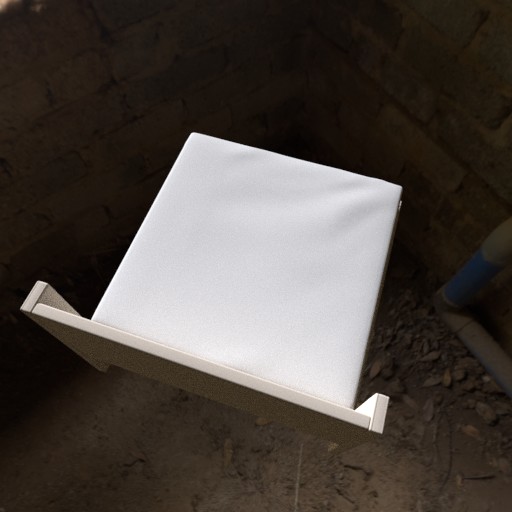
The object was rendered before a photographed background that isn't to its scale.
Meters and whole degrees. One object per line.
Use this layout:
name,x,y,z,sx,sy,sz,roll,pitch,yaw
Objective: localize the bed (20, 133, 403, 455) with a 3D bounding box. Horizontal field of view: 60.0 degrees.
bed,0.000,0.000,3.561,2.145,1.471,2.293,17,63,9
